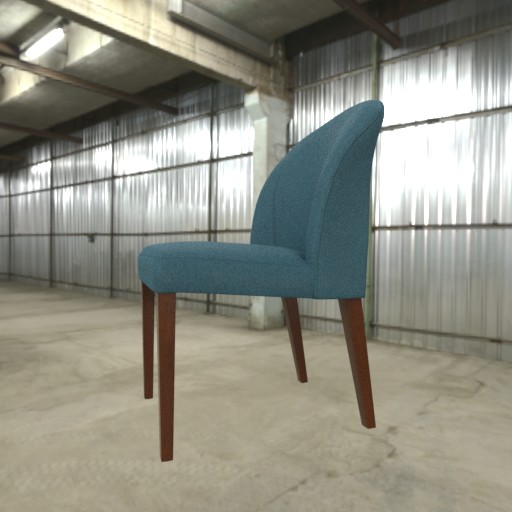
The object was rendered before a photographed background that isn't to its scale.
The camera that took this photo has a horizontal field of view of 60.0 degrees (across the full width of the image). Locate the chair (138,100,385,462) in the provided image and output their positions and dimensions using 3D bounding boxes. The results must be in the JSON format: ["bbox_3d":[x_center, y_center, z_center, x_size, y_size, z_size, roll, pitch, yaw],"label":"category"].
[{"bbox_3d":[0.000,0.000,1.240,0.620,0.879,0.507,0,1,-19],"label":"chair"}]
